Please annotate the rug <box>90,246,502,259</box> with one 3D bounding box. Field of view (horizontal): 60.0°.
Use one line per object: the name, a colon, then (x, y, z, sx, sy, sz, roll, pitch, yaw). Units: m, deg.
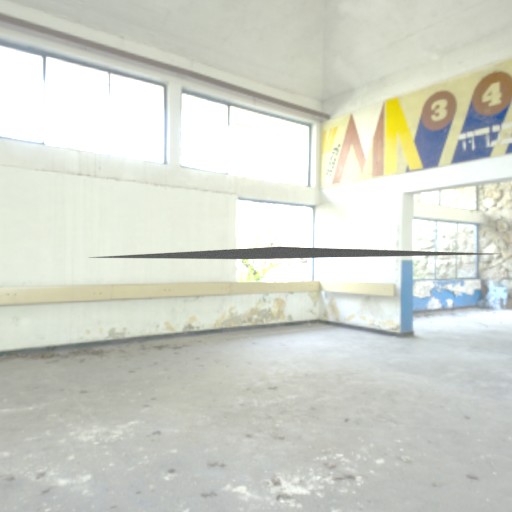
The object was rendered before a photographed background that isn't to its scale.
rug: (0.000, 0.000, 2.948, 1.524, 0.005, 2.439, 1, -2, -35)
